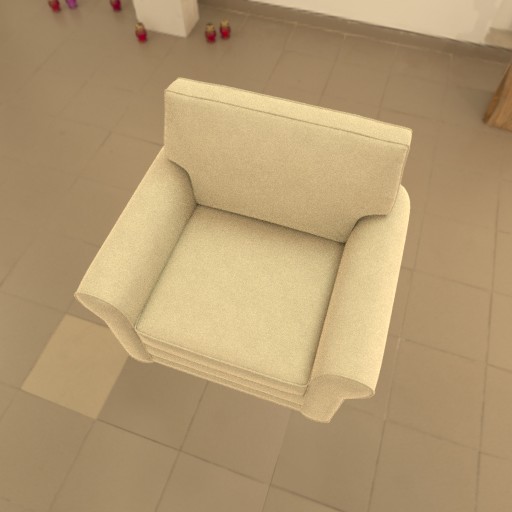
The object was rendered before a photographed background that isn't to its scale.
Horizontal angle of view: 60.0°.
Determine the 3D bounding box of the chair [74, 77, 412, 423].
[{"bbox_3d":[0.000,0.000,1.716,1.040,0.955,0.863,16,60,9],"label":"chair"}]
